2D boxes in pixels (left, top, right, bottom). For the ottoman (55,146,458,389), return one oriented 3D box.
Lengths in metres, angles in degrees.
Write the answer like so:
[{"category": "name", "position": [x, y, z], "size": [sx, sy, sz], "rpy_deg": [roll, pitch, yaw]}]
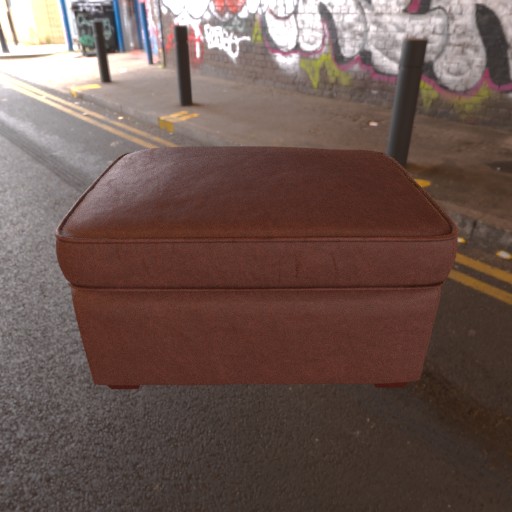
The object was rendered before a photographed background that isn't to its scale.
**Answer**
[{"category": "ottoman", "position": [0.000, 0.000, 1.088], "size": [0.749, 0.449, 0.548], "rpy_deg": [0, 29, -1]}]
